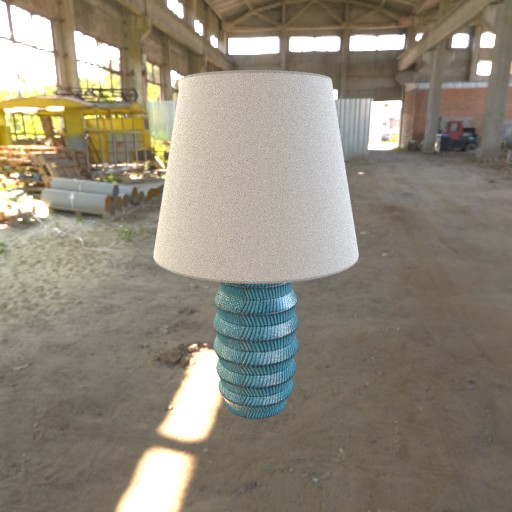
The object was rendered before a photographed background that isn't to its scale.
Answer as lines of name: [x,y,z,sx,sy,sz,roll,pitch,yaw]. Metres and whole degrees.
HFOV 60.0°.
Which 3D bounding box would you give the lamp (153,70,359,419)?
lamp: [0.000,0.000,0.786,0.355,0.582,0.355,0,15,0]
